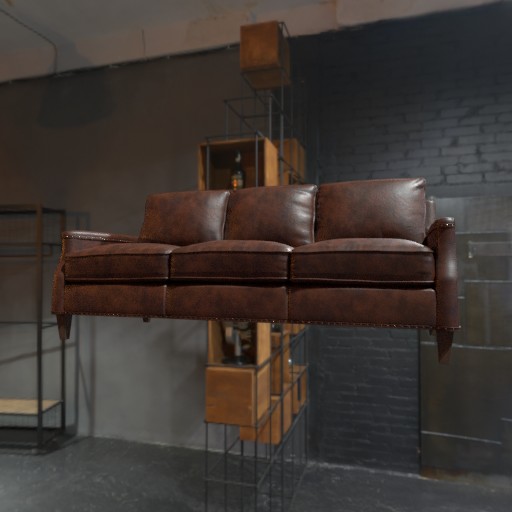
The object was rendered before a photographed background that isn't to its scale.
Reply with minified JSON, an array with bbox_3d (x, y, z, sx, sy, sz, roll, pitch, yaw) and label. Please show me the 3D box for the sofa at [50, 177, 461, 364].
[{"bbox_3d":[0.000,0.000,2.780,2.240,1.003,1.084,-1,-2,19],"label":"sofa"}]
